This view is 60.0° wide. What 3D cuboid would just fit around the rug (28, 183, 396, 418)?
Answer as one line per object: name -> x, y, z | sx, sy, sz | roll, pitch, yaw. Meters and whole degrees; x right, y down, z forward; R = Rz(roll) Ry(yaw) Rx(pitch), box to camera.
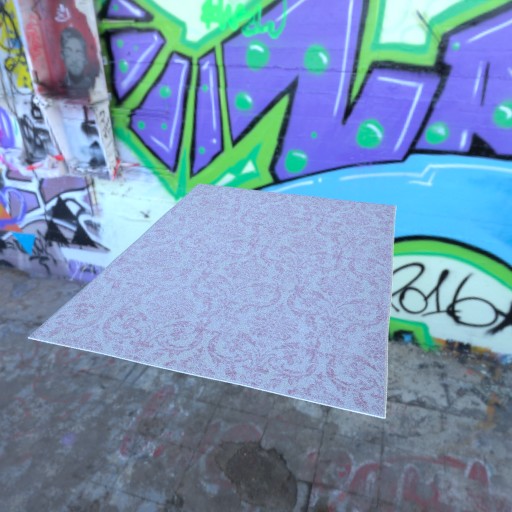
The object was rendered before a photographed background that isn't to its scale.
rug -> 0.000, 0.000, 3.960 | 2.363, 0.012, 2.980 | 8, 32, 14
